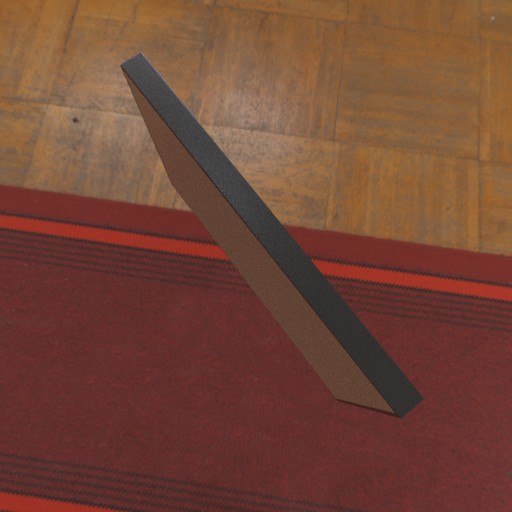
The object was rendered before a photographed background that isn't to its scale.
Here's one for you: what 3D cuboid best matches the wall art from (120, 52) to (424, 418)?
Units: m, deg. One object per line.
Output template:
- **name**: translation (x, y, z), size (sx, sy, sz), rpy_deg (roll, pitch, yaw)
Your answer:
- **wall art**: translation (0.000, 0.000, 1.208), size (0.058, 0.640, 0.939), rpy_deg (-36, 78, -9)
